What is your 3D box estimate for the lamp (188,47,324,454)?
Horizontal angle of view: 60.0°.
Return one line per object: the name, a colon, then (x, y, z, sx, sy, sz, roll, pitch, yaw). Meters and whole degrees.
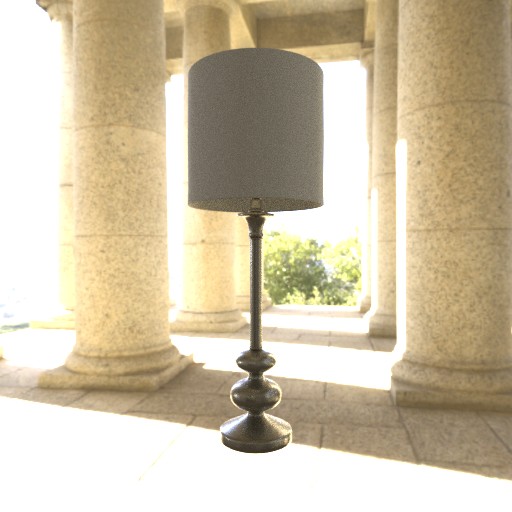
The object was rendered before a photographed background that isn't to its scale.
lamp: (0.000, 0.000, 0.835, 0.254, 0.690, 0.254, 0, 0, -19)
